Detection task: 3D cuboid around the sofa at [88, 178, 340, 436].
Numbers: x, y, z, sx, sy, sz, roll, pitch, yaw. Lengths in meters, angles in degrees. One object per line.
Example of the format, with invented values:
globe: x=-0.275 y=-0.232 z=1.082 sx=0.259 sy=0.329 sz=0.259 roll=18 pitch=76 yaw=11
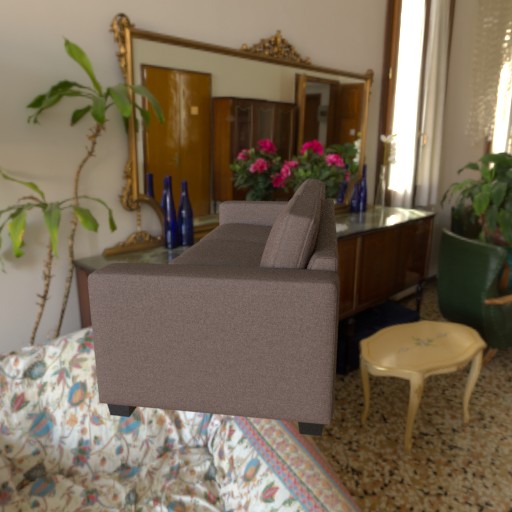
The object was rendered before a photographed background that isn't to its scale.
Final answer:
sofa: x=0.000 y=0.000 z=2.578 sx=0.900 sy=0.806 sz=2.160 roll=2 pitch=14 yaw=9
